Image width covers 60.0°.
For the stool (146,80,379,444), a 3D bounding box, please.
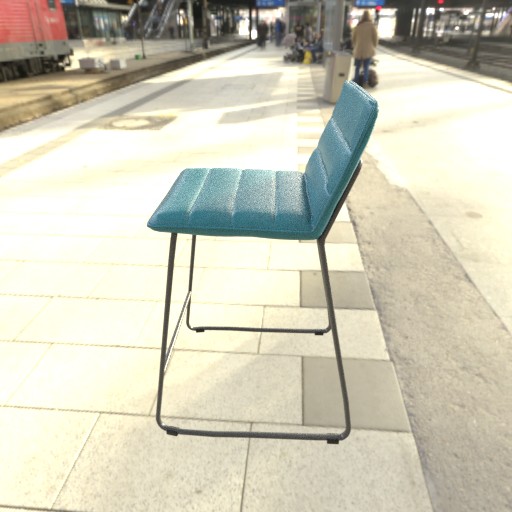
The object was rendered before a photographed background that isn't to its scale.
[{"bbox_3d":[0.000,0.000,1.205,0.524,0.866,0.489,1,28,2],"label":"stool"}]
